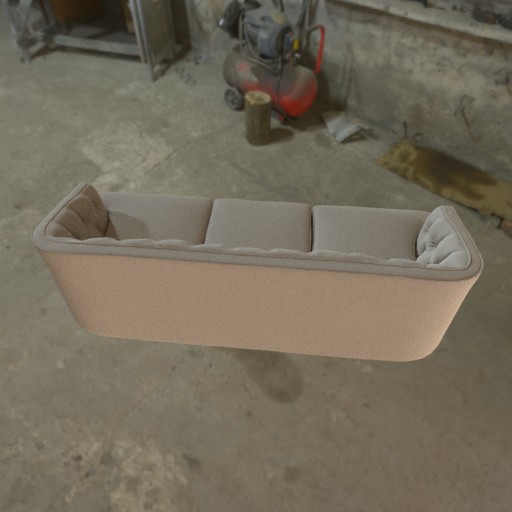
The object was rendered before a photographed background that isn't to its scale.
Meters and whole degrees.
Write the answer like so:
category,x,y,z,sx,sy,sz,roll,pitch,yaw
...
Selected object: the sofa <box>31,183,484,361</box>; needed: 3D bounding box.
category,x,y,z,sx,sy,sz,roll,pitch,yaw
sofa,0.000,0.000,2.660,2.278,0.855,0.941,4,47,4
